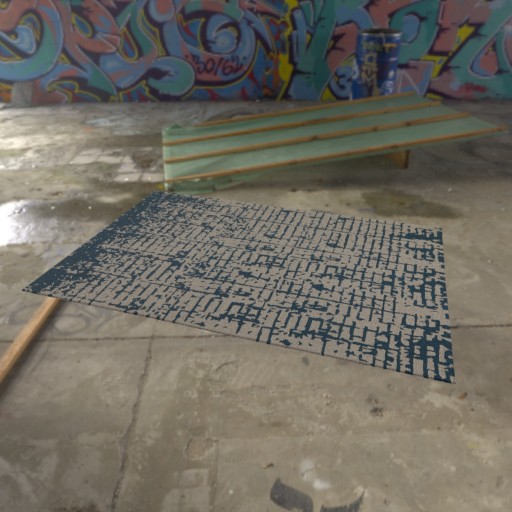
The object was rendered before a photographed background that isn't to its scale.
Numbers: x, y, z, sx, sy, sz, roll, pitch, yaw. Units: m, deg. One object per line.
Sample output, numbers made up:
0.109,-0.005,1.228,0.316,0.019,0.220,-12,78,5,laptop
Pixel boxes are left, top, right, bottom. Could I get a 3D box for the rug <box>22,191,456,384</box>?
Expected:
0.000,0.000,2.256,1.828,0.007,1.220,9,32,15,rug
